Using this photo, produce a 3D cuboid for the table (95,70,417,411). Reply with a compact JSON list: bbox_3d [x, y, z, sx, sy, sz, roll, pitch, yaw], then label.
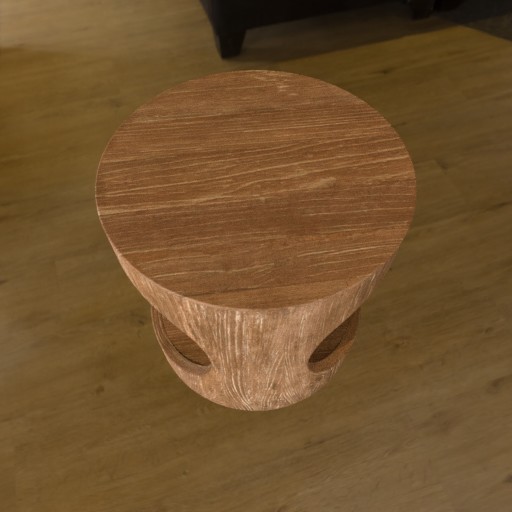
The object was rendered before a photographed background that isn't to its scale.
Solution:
[{"bbox_3d":[0.000,0.000,0.970,0.527,0.551,0.527,0,57,0],"label":"table"}]
